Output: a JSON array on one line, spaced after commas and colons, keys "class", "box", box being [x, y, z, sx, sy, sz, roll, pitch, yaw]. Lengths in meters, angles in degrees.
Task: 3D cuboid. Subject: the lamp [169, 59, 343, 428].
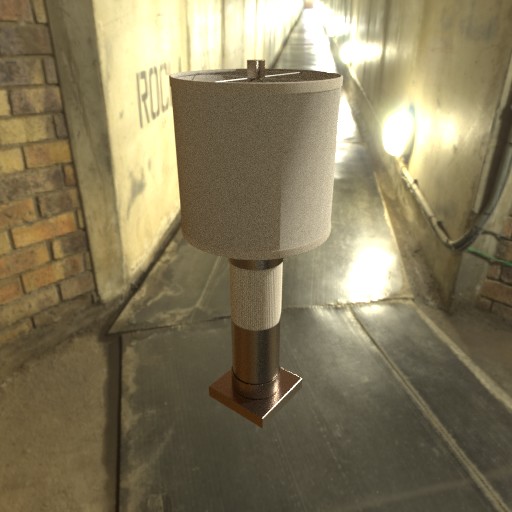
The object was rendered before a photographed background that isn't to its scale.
[{"class": "lamp", "box": [0.000, 0.000, 0.629, 0.202, 0.509, 0.202, 19, 32, 33]}]
